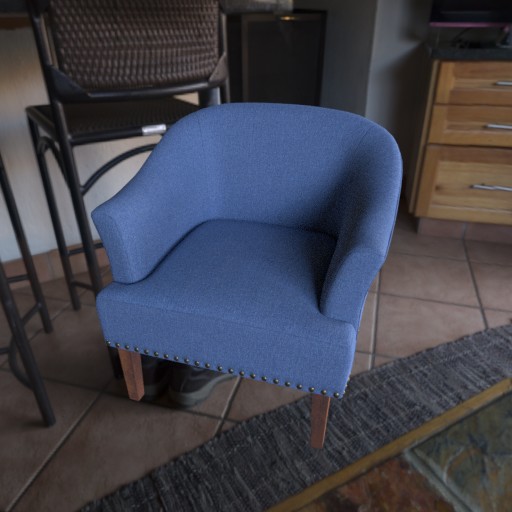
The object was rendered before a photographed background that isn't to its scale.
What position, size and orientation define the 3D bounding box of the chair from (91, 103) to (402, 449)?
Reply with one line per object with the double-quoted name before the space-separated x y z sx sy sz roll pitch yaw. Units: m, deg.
"chair" 0.000 0.000 1.392 0.798 0.815 0.704 9 29 16
